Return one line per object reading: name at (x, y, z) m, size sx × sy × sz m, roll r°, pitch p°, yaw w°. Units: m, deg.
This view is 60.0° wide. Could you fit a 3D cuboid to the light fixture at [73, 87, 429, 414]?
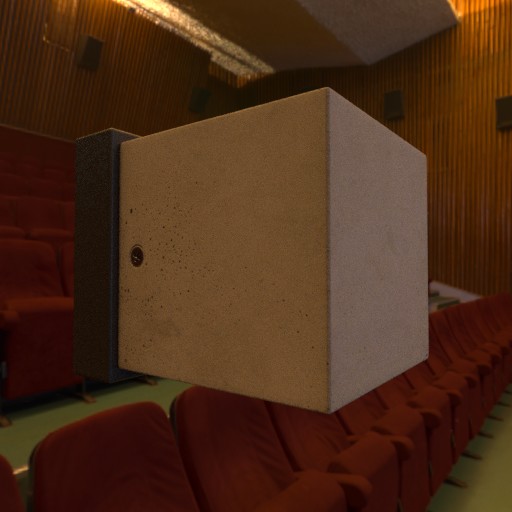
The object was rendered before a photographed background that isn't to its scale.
light fixture at (0.000, 0.000, 0.232) m, size 0.143 × 0.121 × 0.121 m, roll -1°, pitch -2°, yaw 37°
